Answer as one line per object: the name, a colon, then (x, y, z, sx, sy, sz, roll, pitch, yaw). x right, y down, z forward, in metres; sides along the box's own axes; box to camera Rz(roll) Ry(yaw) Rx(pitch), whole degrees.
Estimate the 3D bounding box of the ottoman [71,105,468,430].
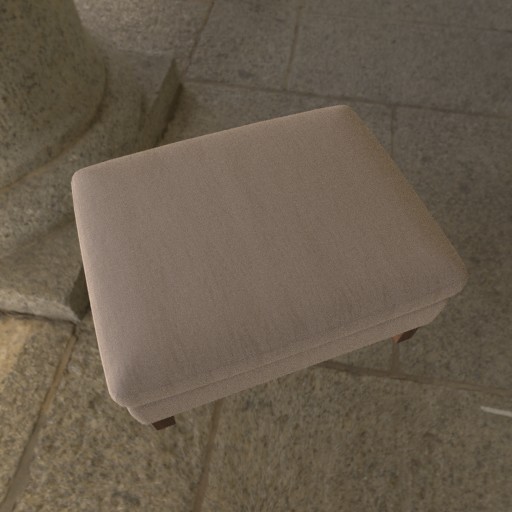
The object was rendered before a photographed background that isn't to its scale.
ottoman: (0.000, 0.000, 1.119, 0.771, 0.420, 0.606, -17, 59, -11)
